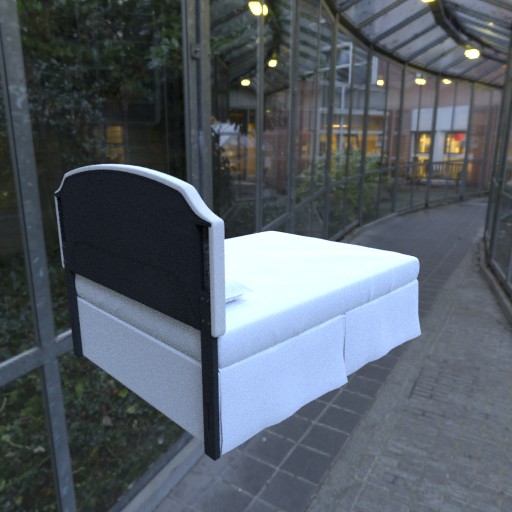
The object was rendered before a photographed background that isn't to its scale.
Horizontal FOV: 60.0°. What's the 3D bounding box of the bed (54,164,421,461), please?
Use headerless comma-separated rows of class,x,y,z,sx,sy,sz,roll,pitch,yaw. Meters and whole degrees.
bed,0.000,0.000,2.994,1.558,1.270,1.999,14,20,43
